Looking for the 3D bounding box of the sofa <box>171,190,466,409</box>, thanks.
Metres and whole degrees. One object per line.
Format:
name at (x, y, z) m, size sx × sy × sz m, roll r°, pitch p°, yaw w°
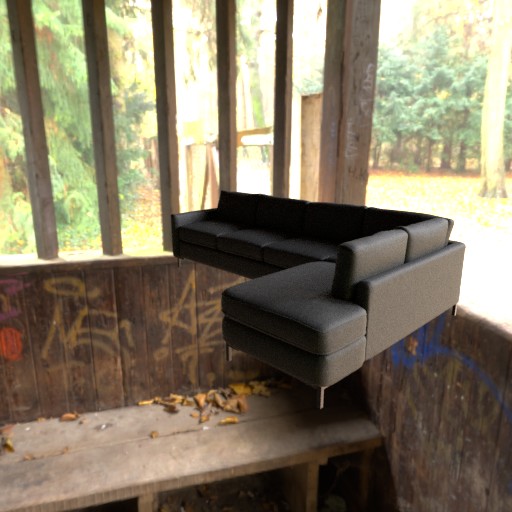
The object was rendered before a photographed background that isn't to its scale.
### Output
sofa at (0.000, 0.000, 3.954) m, size 1.984 × 0.858 × 2.972 m, roll -14°, pitch 20°, yaw -43°
